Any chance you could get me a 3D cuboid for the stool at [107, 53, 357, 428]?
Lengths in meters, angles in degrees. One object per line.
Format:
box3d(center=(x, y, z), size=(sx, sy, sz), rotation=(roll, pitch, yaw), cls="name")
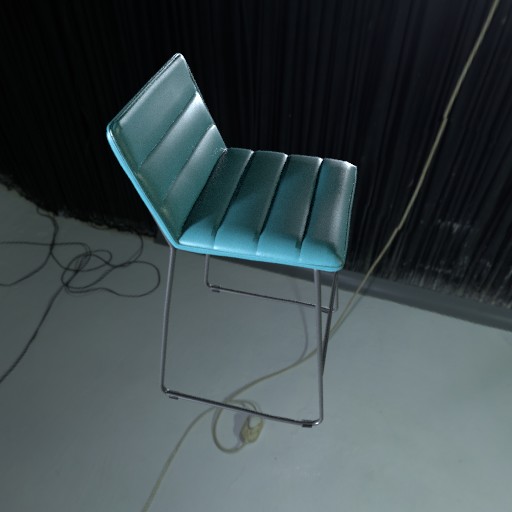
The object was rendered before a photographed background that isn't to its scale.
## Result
box3d(center=(0.000, 0.000, 1.235), size=(0.524, 0.936, 0.489), rotation=(10, 46, 9), cls="stool")
